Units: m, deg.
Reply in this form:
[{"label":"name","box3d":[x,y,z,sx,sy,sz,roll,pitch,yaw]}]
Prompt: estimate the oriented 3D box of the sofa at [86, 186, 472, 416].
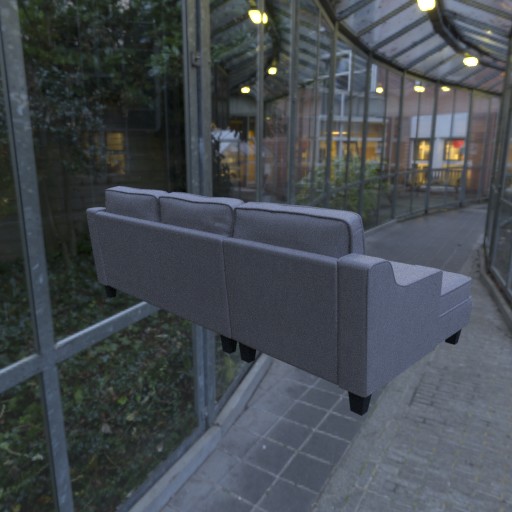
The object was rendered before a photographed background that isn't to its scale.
[{"label":"sofa","box3d":[0.000,0.000,3.159,2.561,0.928,1.294,13,18,43]}]
